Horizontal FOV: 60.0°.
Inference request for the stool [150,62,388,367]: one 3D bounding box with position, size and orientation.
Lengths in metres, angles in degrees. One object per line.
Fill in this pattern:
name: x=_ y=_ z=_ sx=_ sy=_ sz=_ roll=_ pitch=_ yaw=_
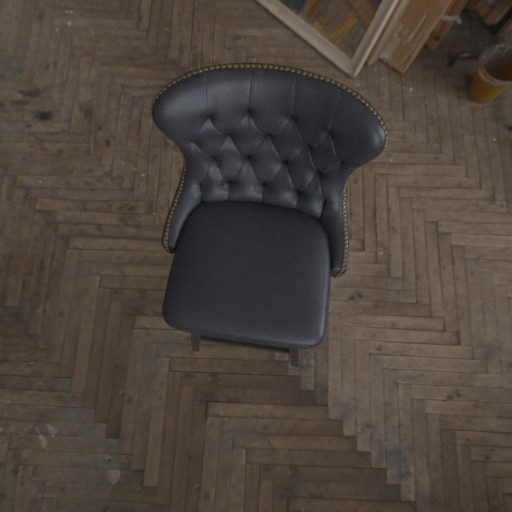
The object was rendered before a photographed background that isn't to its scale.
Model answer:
stool: x=0.000 y=0.000 z=1.380 sx=0.528 sy=1.050 sz=0.601 roll=8 pitch=75 yaw=2
